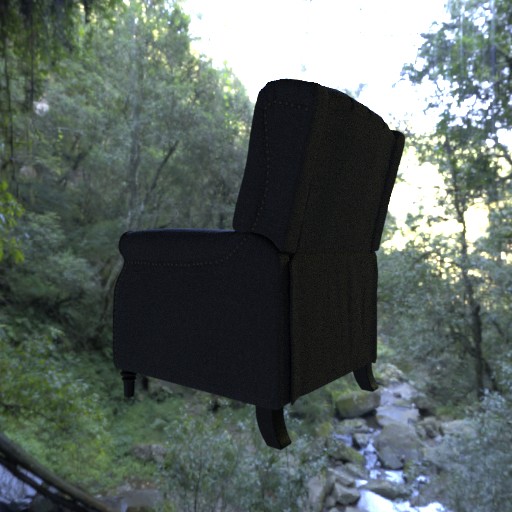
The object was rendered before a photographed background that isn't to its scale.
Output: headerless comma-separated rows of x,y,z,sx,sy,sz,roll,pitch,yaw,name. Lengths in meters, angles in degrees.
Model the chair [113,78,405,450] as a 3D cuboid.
0.000,0.000,1.645,0.898,1.035,0.742,1,1,38,chair
